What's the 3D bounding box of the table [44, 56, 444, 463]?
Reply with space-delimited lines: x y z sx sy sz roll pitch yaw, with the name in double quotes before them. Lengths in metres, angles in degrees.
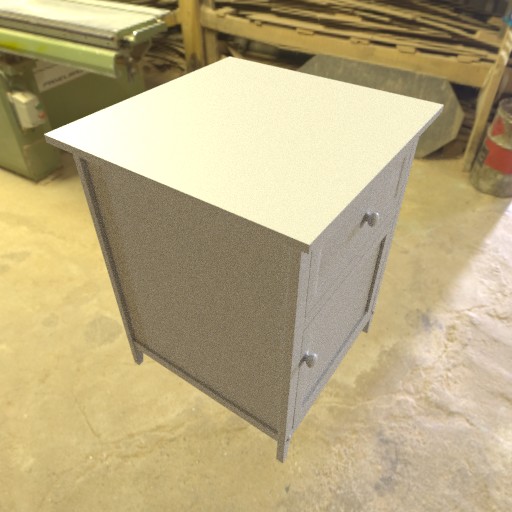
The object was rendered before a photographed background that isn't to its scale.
"table" 0.000 0.000 0.746 0.381 0.483 0.381 25 46 26
